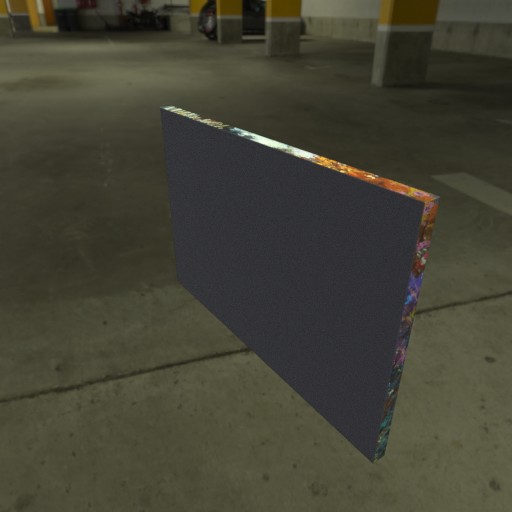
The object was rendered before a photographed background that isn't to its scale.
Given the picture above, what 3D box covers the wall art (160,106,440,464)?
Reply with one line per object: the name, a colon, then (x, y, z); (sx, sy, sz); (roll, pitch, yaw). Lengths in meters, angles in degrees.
wall art: (0.000, 0.000, 1.138); (0.037, 0.604, 0.908); (-19, 35, -31)
